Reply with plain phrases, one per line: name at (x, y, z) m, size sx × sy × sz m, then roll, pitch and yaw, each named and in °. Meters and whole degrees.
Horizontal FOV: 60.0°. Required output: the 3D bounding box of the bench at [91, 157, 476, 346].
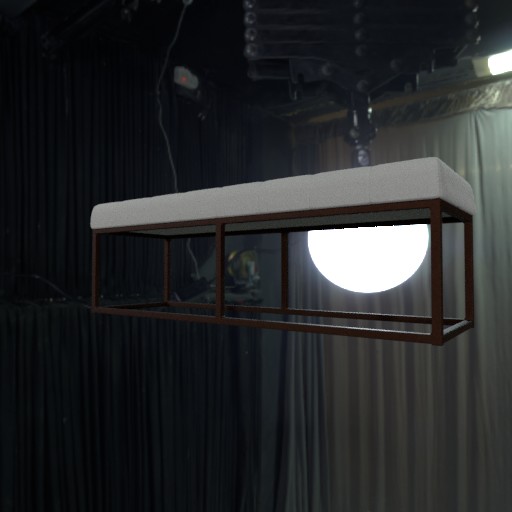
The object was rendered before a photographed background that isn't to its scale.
bench at (0.000, 0.000, 1.718) m, size 1.488 × 0.488 × 0.479 m, roll -1°, pitch -2°, yaw 36°
